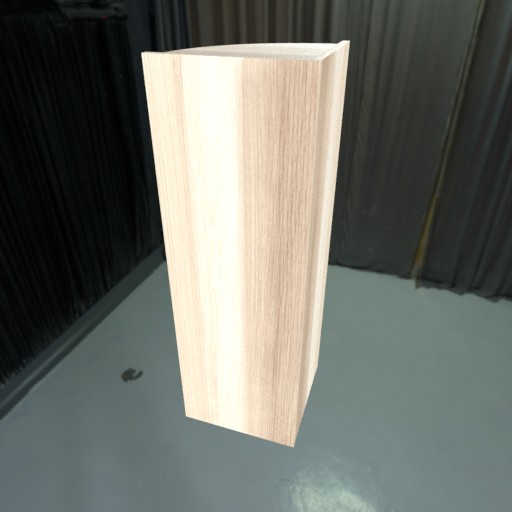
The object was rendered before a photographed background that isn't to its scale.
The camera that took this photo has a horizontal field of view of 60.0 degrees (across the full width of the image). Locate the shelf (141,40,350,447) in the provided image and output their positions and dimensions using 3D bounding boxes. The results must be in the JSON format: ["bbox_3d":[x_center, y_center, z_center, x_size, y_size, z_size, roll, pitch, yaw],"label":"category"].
[{"bbox_3d":[0.000,0.000,1.014,0.290,0.872,0.290,10,33,16],"label":"shelf"}]
